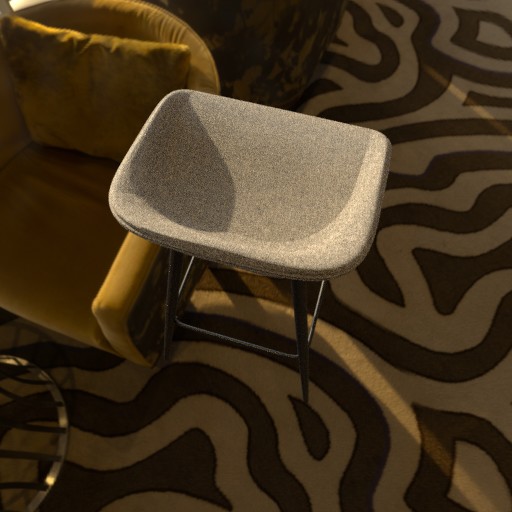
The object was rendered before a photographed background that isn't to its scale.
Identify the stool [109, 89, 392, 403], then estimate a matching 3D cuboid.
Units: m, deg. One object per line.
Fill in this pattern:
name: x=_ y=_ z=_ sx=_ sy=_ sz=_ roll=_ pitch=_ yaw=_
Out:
stool: x=0.000 y=0.000 z=1.108 sx=0.469 sy=0.814 sz=0.480 roll=15 pitch=64 yaw=7
